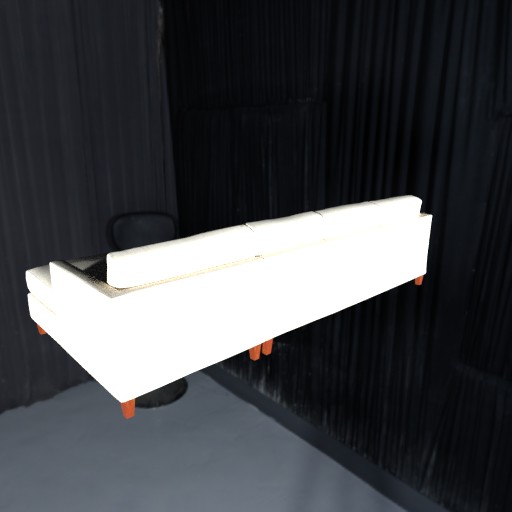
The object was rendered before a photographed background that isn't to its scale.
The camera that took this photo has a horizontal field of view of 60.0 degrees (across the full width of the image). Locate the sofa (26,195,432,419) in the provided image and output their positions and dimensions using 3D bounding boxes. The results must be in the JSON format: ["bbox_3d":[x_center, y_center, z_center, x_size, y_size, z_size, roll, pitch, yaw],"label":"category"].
[{"bbox_3d":[0.000,0.000,4.009,3.471,0.954,1.603,-14,21,-41],"label":"sofa"}]
